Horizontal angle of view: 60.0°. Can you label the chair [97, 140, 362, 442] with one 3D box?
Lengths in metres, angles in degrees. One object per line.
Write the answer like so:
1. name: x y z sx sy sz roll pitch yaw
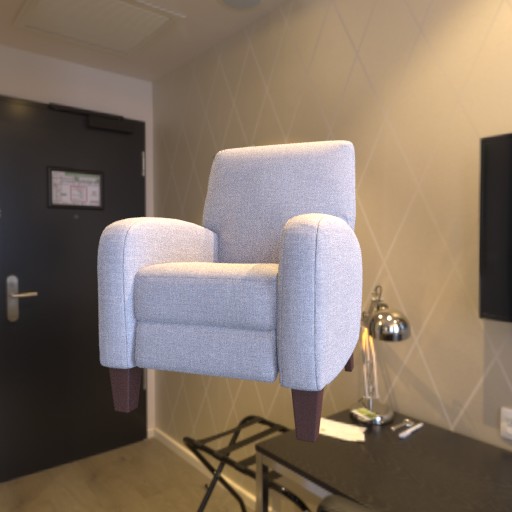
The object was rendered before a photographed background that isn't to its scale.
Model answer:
1. chair: 0.000 0.000 1.707 0.762 0.990 0.990 1 2 20
